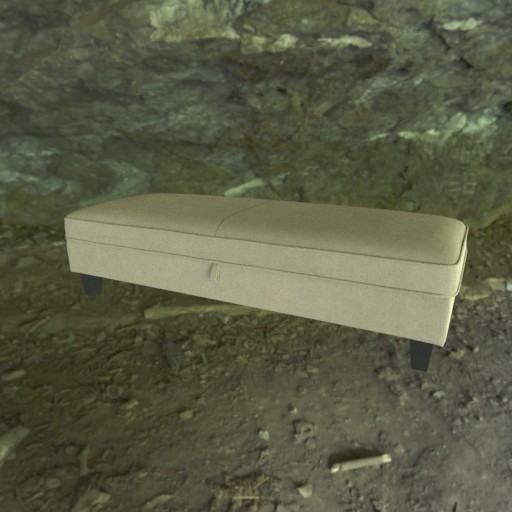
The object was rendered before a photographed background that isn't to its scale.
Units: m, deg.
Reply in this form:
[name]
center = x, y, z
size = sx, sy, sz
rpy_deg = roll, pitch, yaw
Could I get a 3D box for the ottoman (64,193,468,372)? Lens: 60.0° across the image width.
[ottoman]
center = 0.000, 0.000, 2.033
size = 1.726, 0.460, 0.735
rpy_deg = 8, 18, 26
